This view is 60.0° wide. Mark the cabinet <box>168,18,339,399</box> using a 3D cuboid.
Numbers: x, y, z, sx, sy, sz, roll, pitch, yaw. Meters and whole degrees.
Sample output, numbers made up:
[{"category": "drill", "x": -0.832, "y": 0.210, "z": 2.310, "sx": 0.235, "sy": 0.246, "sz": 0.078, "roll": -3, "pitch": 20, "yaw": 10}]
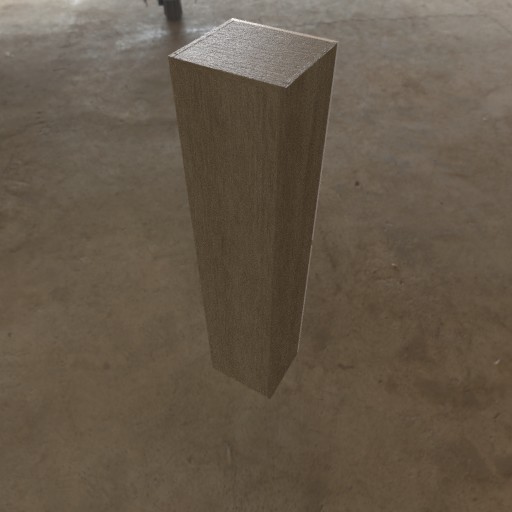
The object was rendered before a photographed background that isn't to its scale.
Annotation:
[{"category": "cabinet", "x": 0.000, "y": 0.000, "z": 1.533, "sx": 0.300, "sy": 1.400, "sz": 0.270, "roll": 23, "pitch": 51, "yaw": 20}]
